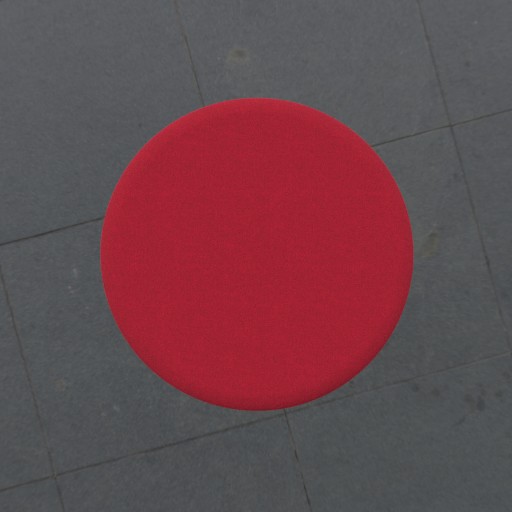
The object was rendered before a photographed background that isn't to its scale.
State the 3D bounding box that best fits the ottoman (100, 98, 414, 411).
[{"bbox_3d":[0.000,0.000,0.749,0.400,0.406,0.400,0,89,-1],"label":"ottoman"}]
